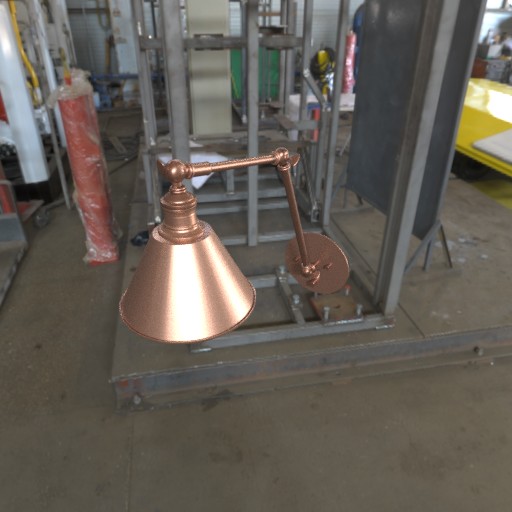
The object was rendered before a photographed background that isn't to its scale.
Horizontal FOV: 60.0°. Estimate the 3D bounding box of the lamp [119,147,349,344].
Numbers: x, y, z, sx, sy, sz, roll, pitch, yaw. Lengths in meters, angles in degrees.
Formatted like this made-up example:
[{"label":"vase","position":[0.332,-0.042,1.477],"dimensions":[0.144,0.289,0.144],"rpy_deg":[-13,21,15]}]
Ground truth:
[{"label":"lamp","position":[0.000,0.000,0.889],"dimensions":[0.223,0.502,0.624],"rpy_deg":[19,35,29]}]
